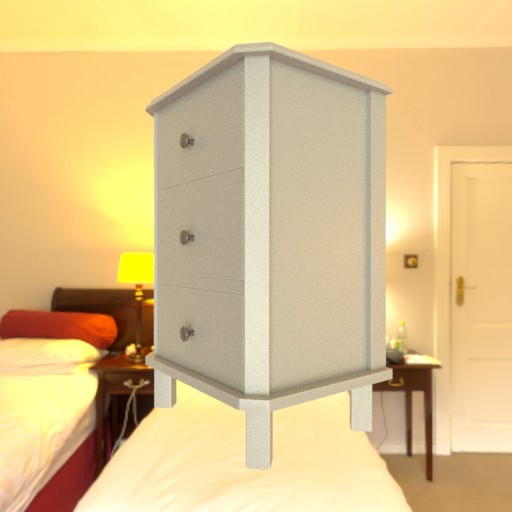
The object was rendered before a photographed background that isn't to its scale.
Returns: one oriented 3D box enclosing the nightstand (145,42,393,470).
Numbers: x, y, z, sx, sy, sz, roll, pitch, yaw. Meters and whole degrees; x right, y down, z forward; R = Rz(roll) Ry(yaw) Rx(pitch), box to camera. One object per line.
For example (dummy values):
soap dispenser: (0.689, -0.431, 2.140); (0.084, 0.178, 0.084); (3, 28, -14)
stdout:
nightstand: (0.000, 0.000, 0.942); (0.348, 0.680, 0.435); (0, 0, -37)
